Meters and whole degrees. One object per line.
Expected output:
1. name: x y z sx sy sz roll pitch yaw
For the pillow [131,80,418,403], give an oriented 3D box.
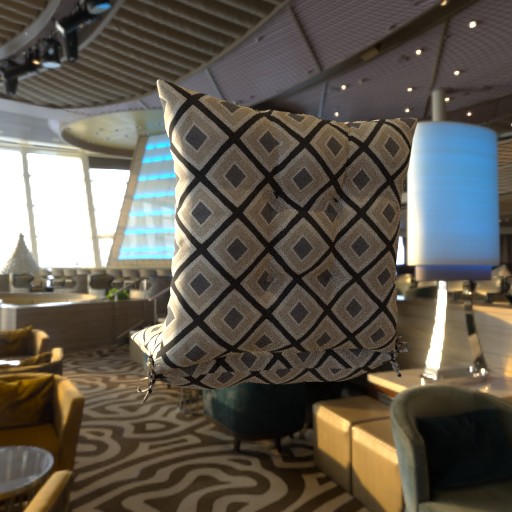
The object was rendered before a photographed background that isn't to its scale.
1. pillow: 0.000 0.000 1.003 0.541 0.536 0.585 1 -2 -20
